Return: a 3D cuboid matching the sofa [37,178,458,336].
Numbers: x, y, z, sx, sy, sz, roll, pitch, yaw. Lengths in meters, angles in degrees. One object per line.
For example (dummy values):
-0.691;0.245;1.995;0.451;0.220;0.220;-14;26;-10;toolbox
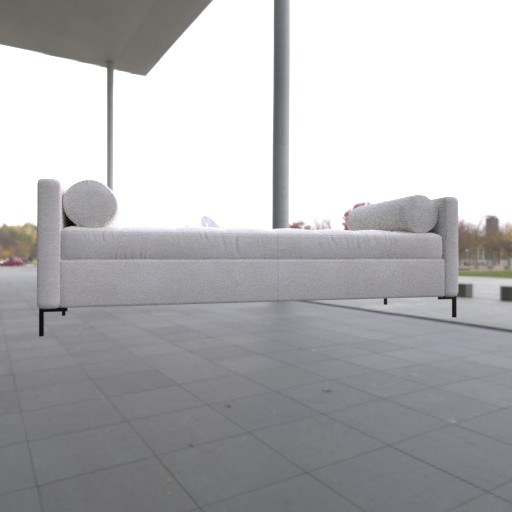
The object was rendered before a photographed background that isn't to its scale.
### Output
0.000;0.000;2.328;1.981;0.635;0.686;0;0;-16;sofa
